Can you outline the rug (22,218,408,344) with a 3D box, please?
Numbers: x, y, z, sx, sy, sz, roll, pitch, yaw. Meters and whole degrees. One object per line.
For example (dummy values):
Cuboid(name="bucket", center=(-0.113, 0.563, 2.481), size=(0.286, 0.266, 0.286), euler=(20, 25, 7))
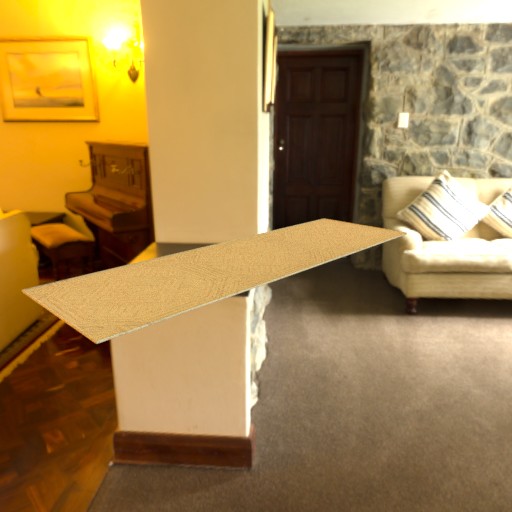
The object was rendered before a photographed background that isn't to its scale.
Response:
Cuboid(name="rug", center=(0.000, 0.000, 2.721), size=(0.775, 0.012, 2.452), euler=(15, 22, 42))
